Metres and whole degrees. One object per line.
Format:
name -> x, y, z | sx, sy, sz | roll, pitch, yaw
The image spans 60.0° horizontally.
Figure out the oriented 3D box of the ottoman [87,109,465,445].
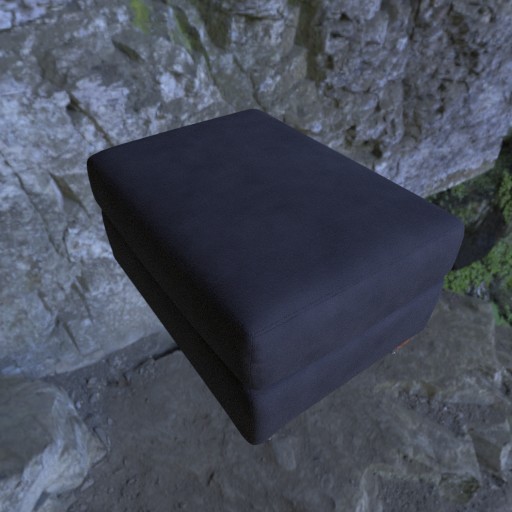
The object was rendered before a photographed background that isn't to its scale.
ottoman -> 0.000, 0.000, 1.147 | 0.574, 0.497, 0.773 | -24, 46, -26
